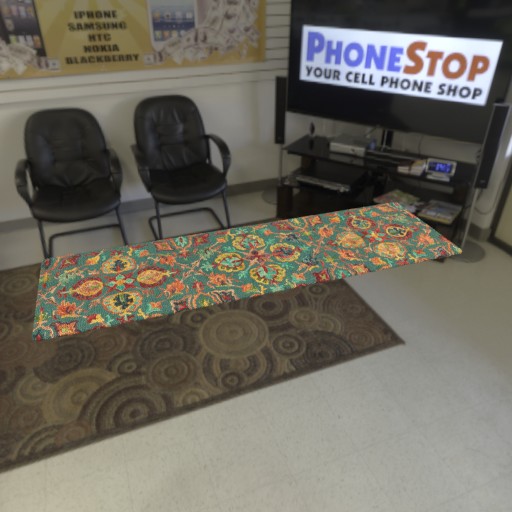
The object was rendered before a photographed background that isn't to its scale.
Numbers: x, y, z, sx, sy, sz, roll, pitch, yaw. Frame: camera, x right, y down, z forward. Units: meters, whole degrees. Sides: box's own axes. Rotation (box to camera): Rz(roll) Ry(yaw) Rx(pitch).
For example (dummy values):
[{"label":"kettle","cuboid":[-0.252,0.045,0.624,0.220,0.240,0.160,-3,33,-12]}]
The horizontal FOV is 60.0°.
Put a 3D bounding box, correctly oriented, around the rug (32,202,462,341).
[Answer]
[{"label":"rug","cuboid":[0.000,0.000,2.504,2.286,0.013,0.686,-10,34,-16]}]
